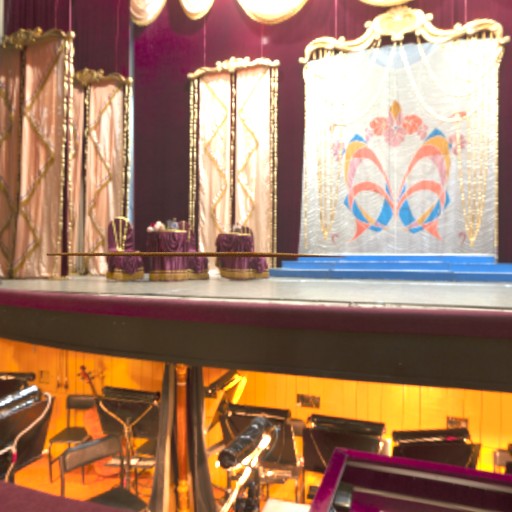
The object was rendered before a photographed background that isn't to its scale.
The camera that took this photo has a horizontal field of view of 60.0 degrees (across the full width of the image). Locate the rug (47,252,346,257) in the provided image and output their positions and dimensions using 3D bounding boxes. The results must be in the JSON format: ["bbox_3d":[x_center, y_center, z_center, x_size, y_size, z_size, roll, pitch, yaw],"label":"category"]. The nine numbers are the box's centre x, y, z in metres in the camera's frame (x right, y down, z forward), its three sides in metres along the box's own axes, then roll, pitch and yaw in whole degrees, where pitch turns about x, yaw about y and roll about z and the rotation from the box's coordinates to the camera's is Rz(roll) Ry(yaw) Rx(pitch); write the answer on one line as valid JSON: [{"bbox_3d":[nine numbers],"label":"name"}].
[{"bbox_3d":[0.000,0.000,2.587,0.775,0.010,2.438,0,0,18],"label":"rug"}]
